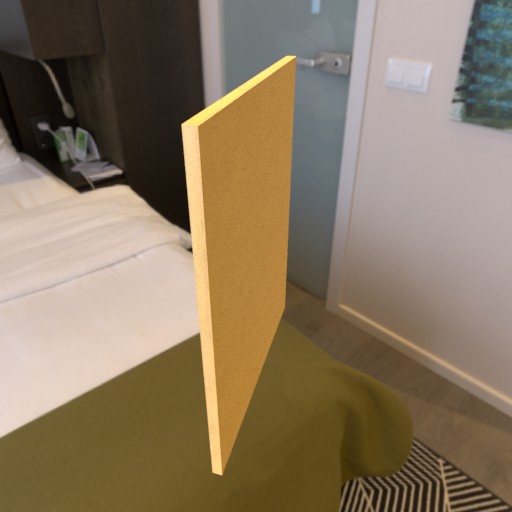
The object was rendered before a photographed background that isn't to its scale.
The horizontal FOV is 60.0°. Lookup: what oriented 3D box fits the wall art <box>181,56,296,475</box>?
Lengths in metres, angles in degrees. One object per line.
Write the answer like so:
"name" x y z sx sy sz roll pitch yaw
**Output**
"wall art" 0.000 0.000 1.334 0.030 1.002 0.798 9 33 14
